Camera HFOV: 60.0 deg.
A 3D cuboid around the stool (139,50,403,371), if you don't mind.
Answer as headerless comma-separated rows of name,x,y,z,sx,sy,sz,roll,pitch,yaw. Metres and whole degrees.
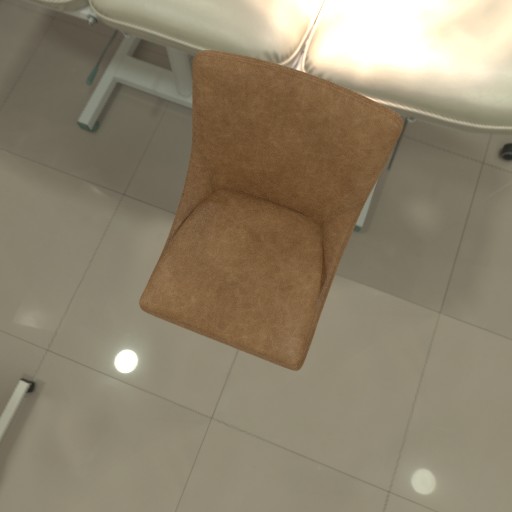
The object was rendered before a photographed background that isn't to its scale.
stool,0.000,0.000,1.374,0.487,1.079,0.572,20,77,5
